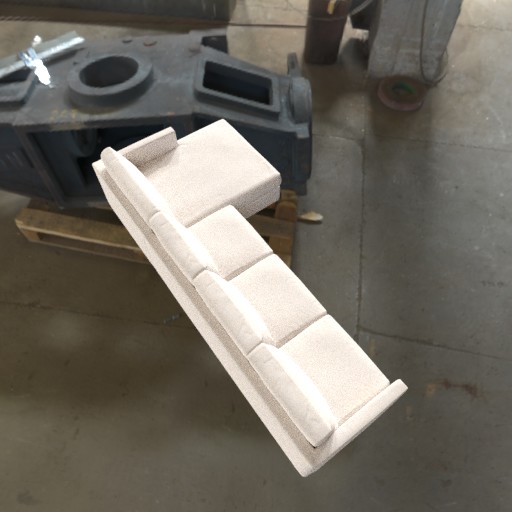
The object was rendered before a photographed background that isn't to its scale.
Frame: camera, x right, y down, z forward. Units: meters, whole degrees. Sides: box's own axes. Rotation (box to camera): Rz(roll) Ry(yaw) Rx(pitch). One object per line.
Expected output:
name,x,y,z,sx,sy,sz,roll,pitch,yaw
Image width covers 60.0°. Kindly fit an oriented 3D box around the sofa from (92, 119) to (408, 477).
sofa,0.000,0.000,4.177,1.606,0.954,3.471,-32,63,-18
